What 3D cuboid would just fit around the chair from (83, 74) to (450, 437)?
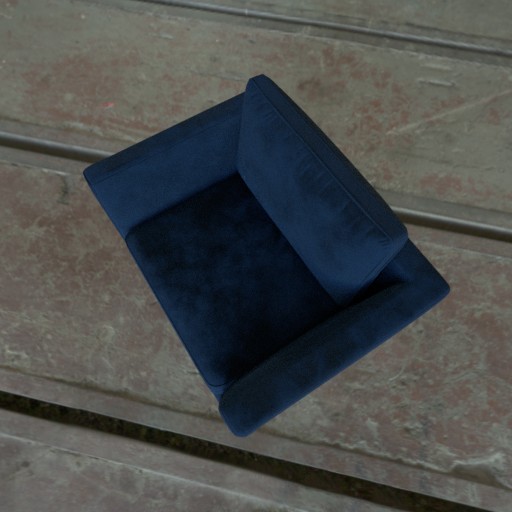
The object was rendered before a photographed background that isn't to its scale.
[{"bbox_3d":[0.000,0.000,1.560,0.746,0.893,0.977,-30,69,-13],"label":"chair"}]
